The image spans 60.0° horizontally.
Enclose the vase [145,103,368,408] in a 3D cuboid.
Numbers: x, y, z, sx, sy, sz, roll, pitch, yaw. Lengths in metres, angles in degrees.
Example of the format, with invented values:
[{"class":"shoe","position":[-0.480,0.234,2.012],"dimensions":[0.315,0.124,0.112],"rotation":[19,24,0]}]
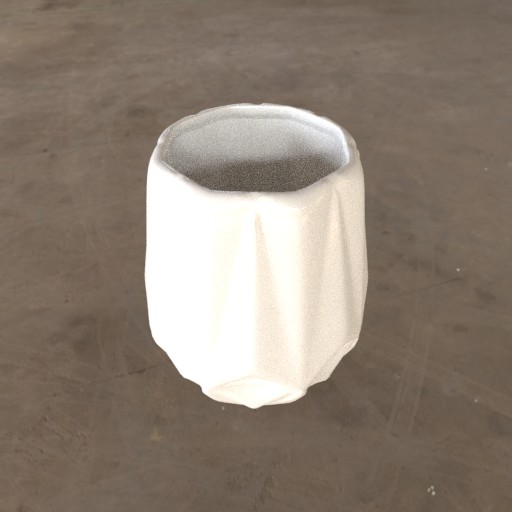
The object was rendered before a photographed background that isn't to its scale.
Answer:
[{"class":"vase","position":[0.000,0.000,0.270],"dimensions":[0.141,0.152,0.141],"rotation":[0,41,0]}]
